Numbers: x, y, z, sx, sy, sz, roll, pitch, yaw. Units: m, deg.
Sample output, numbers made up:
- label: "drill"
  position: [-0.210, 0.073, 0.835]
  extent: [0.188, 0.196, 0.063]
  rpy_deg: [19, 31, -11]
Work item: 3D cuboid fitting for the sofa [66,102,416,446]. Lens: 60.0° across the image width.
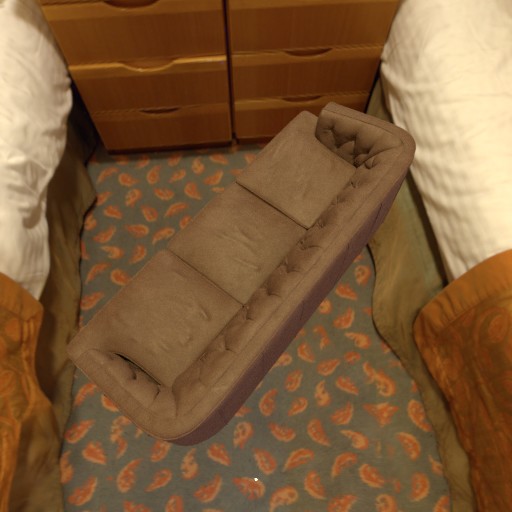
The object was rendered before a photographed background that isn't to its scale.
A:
- label: "sofa"
  position: [0.000, 0.000, 2.682]
  extent: [0.927, 0.787, 2.227]
  rpy_deg: [35, 68, 16]
